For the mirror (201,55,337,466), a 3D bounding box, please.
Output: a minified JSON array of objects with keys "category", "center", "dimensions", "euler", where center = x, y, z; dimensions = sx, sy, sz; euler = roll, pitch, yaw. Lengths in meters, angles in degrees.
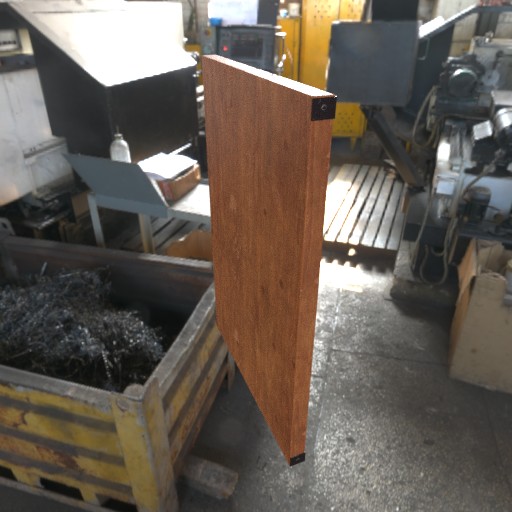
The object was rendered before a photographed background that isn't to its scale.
[{"category":"mirror","center":[0.000,0.000,0.974],"dimensions":[0.053,0.761,0.517],"euler":[-12,32,-19]}]
